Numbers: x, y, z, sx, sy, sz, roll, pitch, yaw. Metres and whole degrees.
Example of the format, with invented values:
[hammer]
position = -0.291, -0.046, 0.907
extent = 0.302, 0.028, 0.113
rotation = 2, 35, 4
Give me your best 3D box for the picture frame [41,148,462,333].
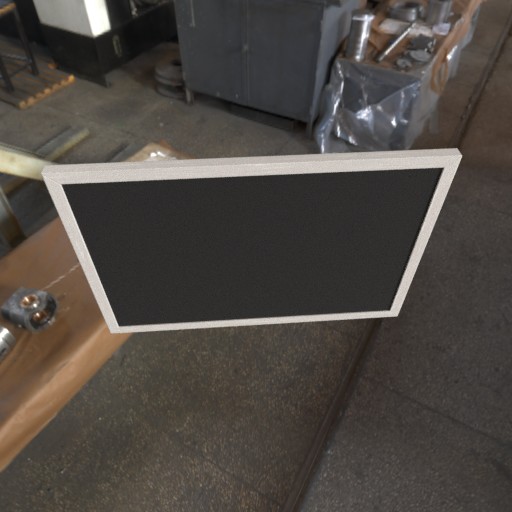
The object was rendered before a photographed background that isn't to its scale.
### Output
[picture frame]
position = 0.000, 0.000, 1.242
extent = 0.950, 0.640, 0.029
rotation = -3, 47, -3
